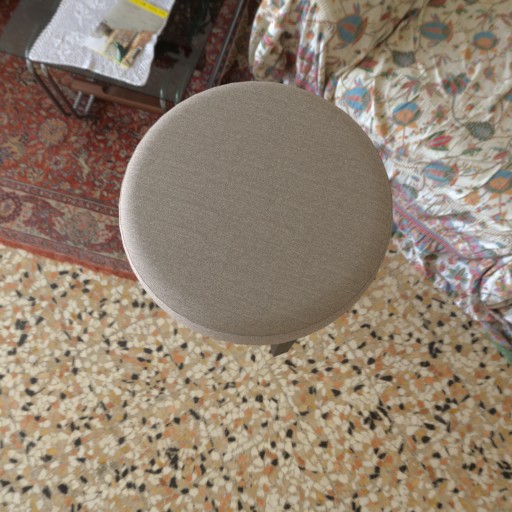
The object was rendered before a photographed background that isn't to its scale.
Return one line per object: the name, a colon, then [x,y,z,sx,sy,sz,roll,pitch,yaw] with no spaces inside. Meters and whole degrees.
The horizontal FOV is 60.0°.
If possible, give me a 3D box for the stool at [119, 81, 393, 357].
stool: [0.000,0.000,1.026,0.443,0.757,0.443,0,75,0]
